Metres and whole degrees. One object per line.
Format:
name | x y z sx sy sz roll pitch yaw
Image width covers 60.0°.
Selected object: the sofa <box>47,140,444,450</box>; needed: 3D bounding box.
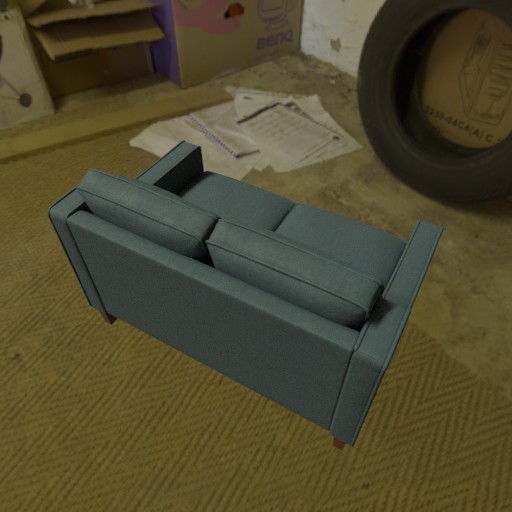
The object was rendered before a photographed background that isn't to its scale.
sofa | 0.000 0.000 2.163 1.501 0.971 0.987 23 51 20
